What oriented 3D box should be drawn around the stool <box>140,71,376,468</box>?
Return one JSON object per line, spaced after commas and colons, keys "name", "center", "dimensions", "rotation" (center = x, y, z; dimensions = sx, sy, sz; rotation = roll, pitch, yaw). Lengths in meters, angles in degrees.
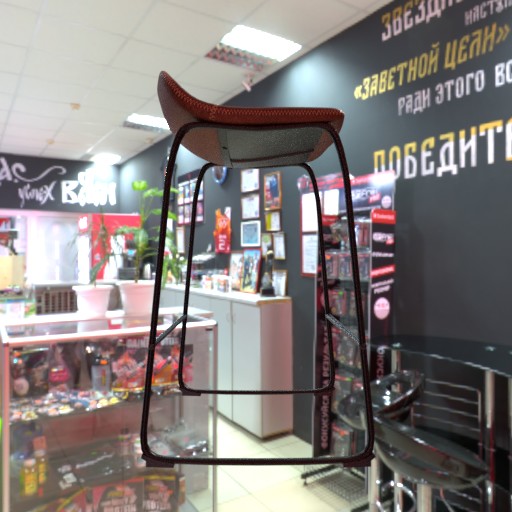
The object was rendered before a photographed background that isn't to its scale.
{"name": "stool", "center": [0.000, 0.000, 1.096], "dimensions": [0.473, 0.830, 0.454], "rotation": [0, 0, 0]}
